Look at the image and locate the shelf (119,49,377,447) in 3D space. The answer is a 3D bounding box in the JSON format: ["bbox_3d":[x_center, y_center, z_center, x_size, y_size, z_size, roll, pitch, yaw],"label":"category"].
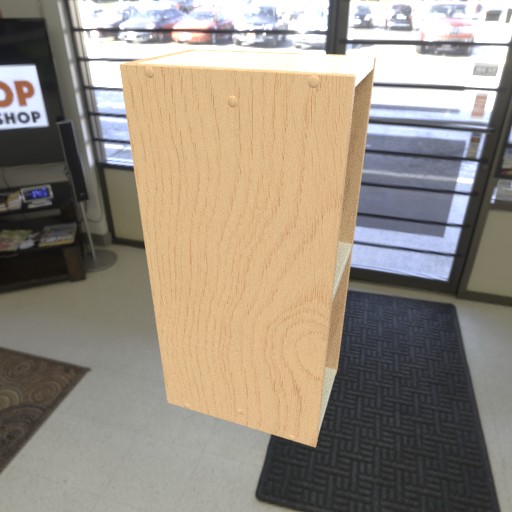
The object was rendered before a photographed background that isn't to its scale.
[{"bbox_3d":[0.000,0.000,0.737,0.290,0.600,0.200,10,32,17],"label":"shelf"}]
